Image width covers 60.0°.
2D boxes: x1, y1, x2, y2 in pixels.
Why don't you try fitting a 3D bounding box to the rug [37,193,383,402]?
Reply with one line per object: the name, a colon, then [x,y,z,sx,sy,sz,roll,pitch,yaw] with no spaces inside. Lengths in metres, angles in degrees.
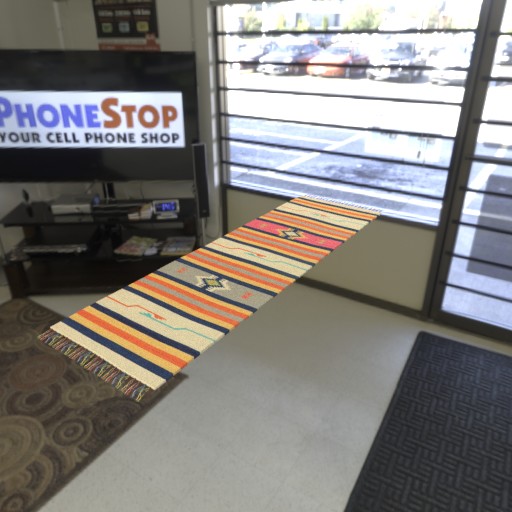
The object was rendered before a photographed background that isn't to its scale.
rug: [0.000,0.000,2.698,0.695,0.017,2.455,18,32,31]
